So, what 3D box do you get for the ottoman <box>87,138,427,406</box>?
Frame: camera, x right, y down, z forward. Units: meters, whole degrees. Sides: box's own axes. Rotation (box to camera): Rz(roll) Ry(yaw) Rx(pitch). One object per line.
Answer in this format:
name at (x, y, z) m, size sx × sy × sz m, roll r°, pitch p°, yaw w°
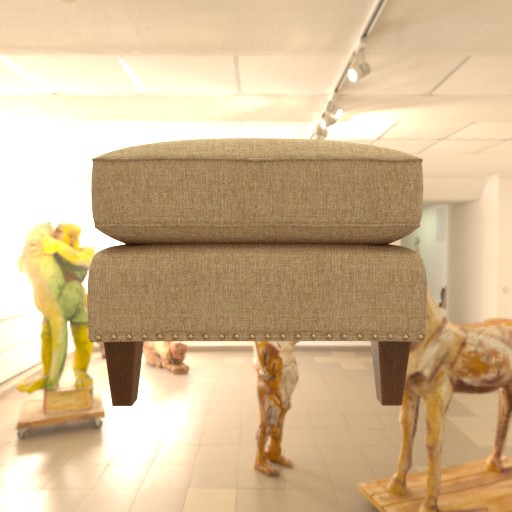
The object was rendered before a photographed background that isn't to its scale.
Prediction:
ottoman at (0.000, 0.000, 1.111) m, size 0.584 × 0.513 × 0.741 m, roll 0°, pitch 2°, yaw 0°
